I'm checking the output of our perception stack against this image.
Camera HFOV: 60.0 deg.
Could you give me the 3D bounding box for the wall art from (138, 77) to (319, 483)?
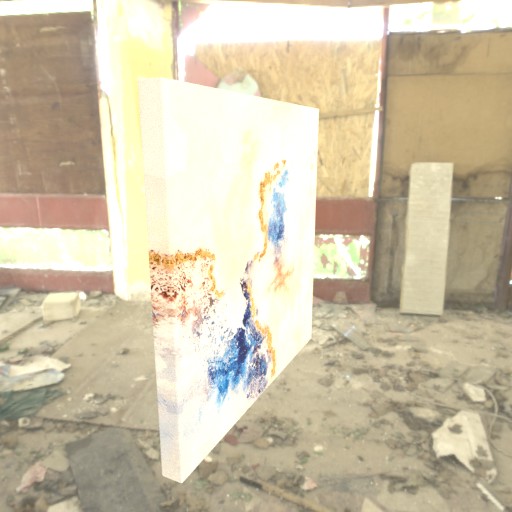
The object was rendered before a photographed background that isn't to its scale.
[{"bbox_3d":[0.000,0.000,1.578,0.071,1.061,1.061,7,16,26],"label":"wall art"}]
